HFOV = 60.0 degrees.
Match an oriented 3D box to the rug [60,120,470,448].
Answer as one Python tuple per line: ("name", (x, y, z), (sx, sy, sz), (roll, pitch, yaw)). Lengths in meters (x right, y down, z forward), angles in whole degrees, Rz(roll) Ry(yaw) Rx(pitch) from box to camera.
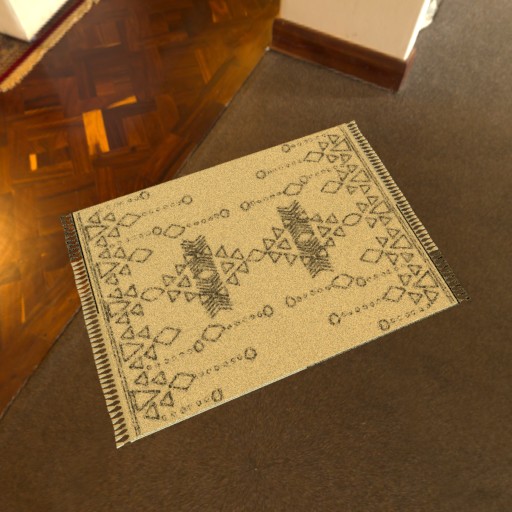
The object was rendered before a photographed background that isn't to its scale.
("rug", (0.000, 0.000, 2.958), (2.312, 0.013, 1.600), (-20, 66, -9))
